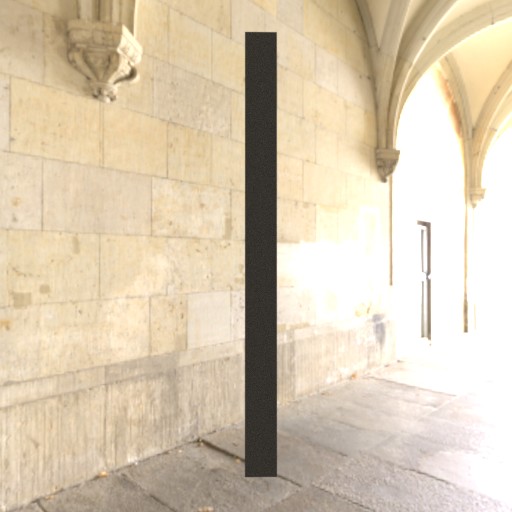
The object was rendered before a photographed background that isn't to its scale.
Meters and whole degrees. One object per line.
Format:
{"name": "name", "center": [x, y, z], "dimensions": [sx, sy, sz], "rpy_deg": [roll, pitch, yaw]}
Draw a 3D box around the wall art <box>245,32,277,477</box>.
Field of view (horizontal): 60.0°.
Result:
{"name": "wall art", "center": [0.000, 0.000, 0.529], "dimensions": [0.024, 0.329, 0.404], "rpy_deg": [0, -1, -1]}
